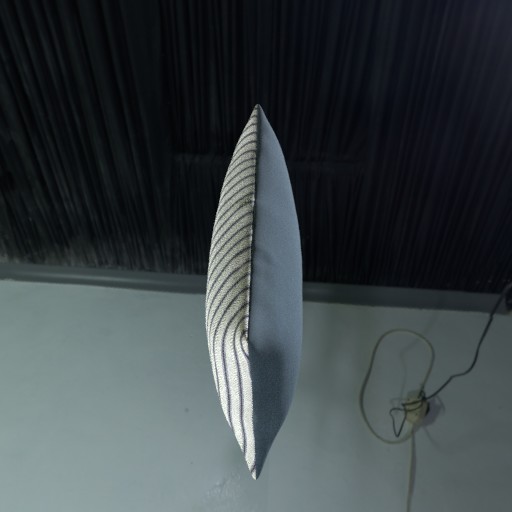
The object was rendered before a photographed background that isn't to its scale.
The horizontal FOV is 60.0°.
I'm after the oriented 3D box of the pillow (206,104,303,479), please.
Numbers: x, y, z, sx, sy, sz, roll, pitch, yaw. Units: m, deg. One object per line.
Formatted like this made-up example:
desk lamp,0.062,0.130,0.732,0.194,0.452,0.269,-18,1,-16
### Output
pillow,0.000,0.000,0.747,0.151,0.305,0.609,1,40,1
